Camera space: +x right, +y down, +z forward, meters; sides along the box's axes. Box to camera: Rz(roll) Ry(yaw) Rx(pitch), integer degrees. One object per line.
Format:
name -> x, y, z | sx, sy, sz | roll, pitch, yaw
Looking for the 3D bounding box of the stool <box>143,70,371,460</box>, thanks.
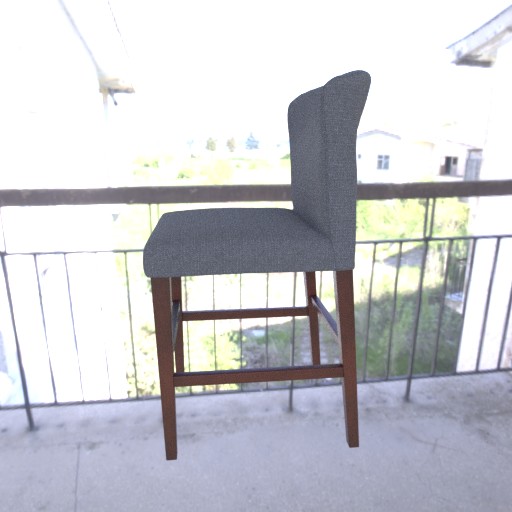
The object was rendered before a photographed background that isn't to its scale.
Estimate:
stool -> 0.000, 0.000, 1.257 | 0.568, 0.968, 0.479 | -2, 15, -6
